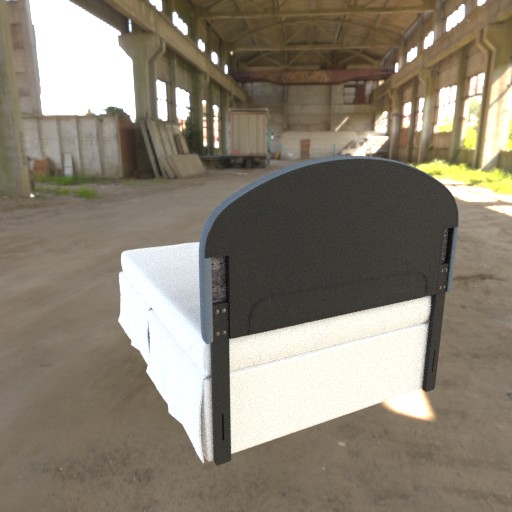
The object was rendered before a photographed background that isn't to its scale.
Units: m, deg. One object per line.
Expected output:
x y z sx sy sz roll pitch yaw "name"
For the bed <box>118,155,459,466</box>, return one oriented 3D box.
0.000 0.000 3.074 1.607 1.410 2.005 -7 16 -26 "bed"
